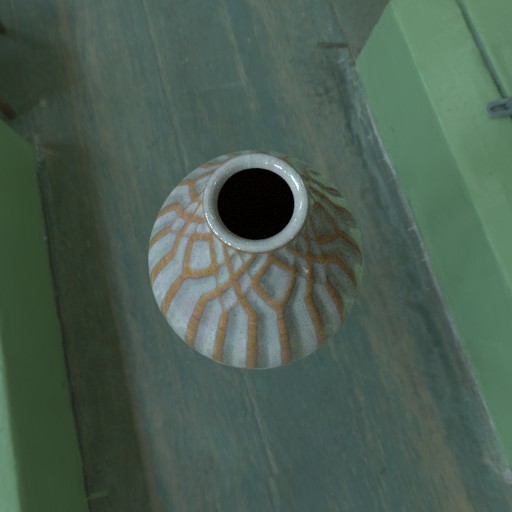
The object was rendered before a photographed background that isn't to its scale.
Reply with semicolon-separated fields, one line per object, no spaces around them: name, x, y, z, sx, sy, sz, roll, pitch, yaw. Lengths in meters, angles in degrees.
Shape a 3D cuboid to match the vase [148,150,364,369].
vase;0.000;0.000;0.265;0.131;0.175;0.131;0;75;0
